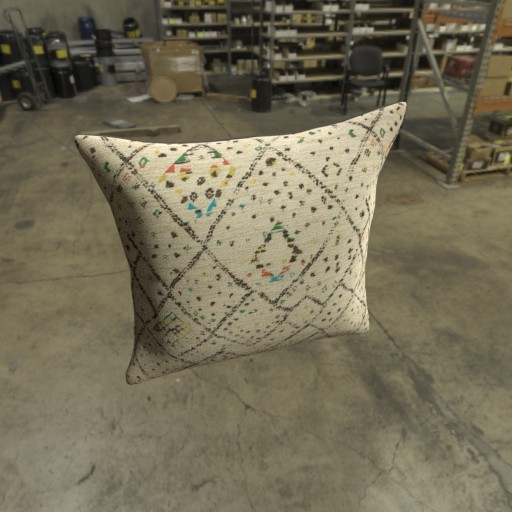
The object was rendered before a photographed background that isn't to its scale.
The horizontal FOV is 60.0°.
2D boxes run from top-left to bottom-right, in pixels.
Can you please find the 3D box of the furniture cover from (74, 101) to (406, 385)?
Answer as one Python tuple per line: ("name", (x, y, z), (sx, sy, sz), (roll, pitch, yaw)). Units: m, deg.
("furniture cover", (0.000, 0.000, 0.794), (0.525, 0.498, 0.180), (-10, 34, -15))
